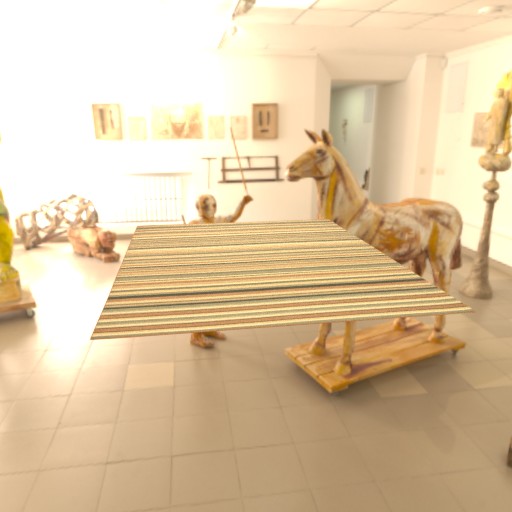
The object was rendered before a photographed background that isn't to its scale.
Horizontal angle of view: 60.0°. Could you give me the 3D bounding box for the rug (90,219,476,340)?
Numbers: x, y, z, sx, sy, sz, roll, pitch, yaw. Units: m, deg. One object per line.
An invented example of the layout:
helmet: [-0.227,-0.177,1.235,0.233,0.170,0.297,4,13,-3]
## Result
rug: [0.000,0.000,4.159,2.436,0.011,3.045,-3,17,-9]
